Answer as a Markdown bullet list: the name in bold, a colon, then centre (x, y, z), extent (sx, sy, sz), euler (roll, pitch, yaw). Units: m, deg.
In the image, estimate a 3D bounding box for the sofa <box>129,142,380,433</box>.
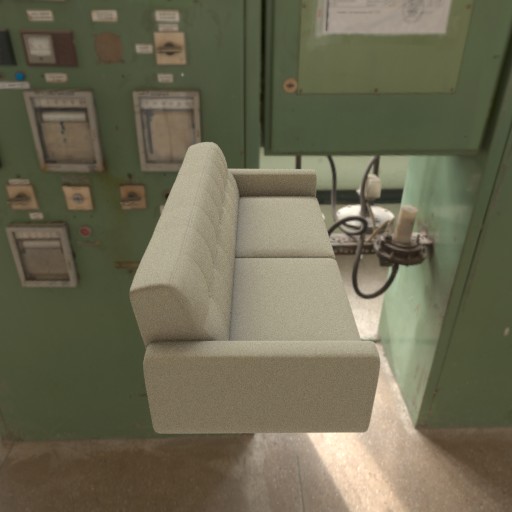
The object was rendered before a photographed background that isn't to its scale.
- **sofa**: centre (0.000, 0.000, 2.685), extent (0.980, 0.892, 2.137), euler (0, 31, 0)
